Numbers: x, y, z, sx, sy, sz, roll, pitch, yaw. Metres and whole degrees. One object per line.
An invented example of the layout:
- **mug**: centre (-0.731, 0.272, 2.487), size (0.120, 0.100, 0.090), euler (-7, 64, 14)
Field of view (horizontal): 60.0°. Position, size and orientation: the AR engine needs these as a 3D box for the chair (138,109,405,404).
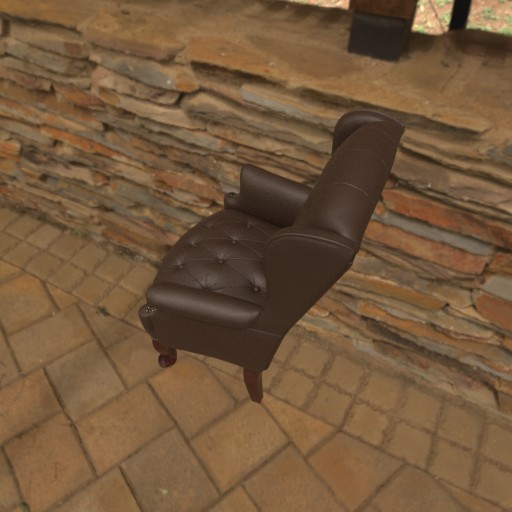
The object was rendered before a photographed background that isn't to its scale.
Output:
- **chair**: centre (0.000, 0.000, 1.733), size (0.819, 1.132, 0.829), euler (17, 49, 16)
